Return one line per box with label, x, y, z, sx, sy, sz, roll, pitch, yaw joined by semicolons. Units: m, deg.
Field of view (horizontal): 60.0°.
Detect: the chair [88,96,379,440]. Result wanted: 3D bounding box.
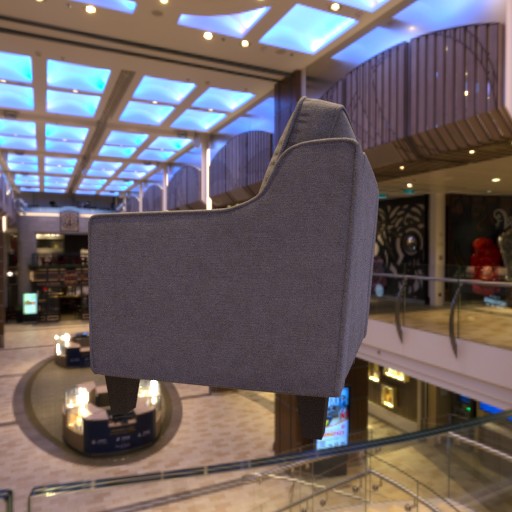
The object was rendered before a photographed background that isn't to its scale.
chair;0.000;0.000;1.642;0.840;0.944;0.926;0;1;18
